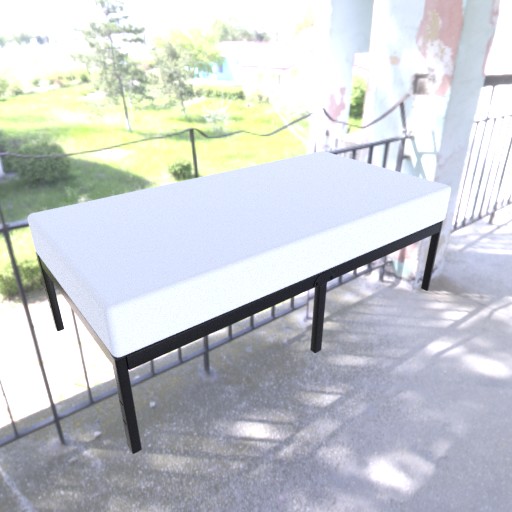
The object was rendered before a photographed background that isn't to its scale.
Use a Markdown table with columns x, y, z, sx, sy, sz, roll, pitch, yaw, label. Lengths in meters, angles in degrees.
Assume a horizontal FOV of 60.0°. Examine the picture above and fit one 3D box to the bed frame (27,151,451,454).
| x | y | z | sx | sy | sz | roll | pitch | yaw | label |
| --- | --- | --- | --- | --- | --- | --- | --- | --- | --- |
| 0.000 | 0.000 | 2.396 | 1.950 | 0.659 | 1.023 | -20 | 33 | -33 | bed frame |
